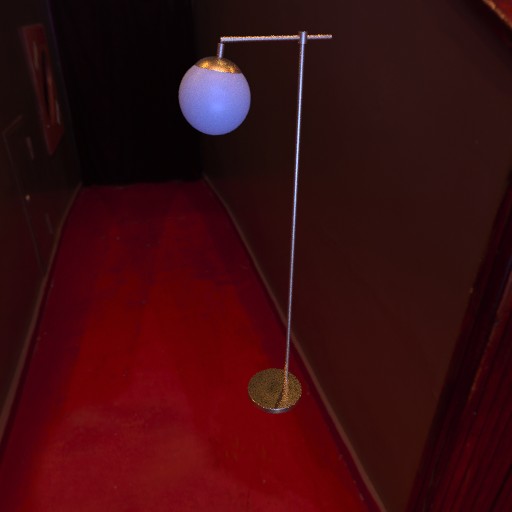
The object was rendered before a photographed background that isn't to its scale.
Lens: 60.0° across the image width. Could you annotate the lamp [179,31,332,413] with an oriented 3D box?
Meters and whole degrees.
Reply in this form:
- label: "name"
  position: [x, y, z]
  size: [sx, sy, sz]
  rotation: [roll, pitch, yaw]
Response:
- label: "lamp"
  position: [0.000, 0.000, 1.670]
  size: [0.476, 1.505, 0.249]
  rotation: [-8, 31, -14]
